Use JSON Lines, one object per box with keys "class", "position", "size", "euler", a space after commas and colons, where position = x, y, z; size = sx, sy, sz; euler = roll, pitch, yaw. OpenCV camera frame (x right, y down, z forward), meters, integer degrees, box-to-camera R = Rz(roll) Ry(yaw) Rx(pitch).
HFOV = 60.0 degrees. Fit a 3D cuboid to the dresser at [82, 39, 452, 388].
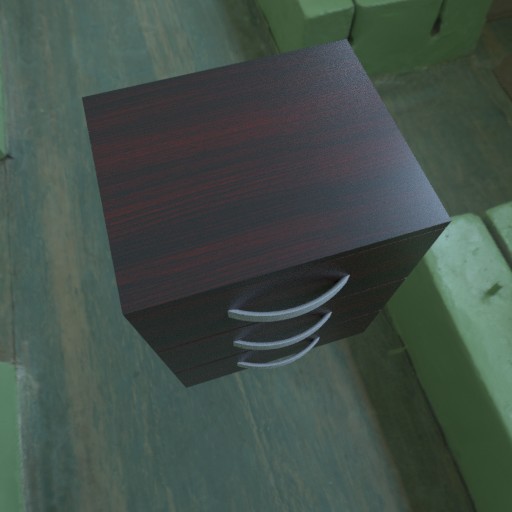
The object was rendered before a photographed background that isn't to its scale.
{"class": "dresser", "position": [0.000, 0.000, 0.825], "size": [0.400, 0.560, 0.360], "euler": [-16, 65, -7]}
